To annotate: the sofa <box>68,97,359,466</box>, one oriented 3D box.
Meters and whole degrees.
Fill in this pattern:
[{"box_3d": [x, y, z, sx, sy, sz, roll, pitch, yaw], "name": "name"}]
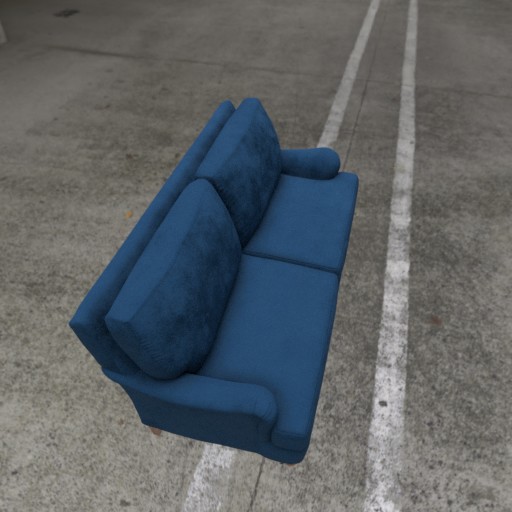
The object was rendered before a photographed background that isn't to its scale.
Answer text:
[{"box_3d": [0.000, 0.000, 2.756, 1.084, 1.101, 2.141, 11, 47, 11], "name": "sofa"}]
